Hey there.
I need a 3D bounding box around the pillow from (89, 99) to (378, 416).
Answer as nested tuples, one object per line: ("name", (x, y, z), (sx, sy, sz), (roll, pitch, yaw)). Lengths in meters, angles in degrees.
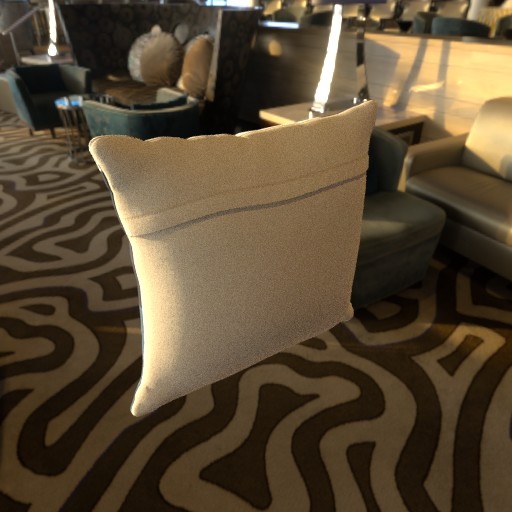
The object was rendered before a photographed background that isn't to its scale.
("pillow", (0.000, 0.000, 0.799), (0.536, 0.506, 0.229), (-19, 36, -28))
